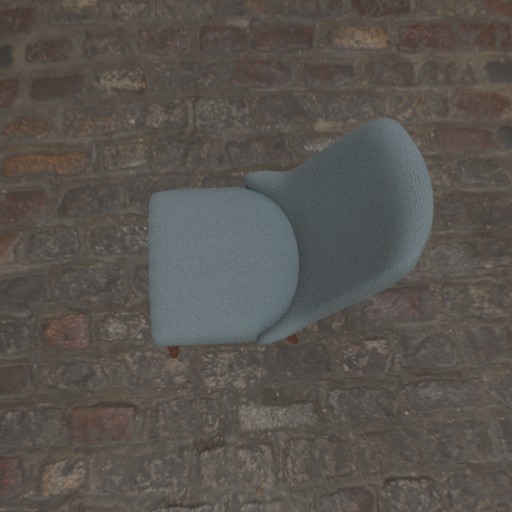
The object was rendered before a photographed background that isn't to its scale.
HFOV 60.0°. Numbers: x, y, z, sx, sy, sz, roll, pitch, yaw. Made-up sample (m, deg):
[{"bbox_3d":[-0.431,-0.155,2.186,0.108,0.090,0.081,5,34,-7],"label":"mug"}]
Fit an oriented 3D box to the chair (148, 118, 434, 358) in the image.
[{"bbox_3d":[0.000,0.000,1.318,0.707,0.918,0.535,-4,76,-1],"label":"chair"}]
